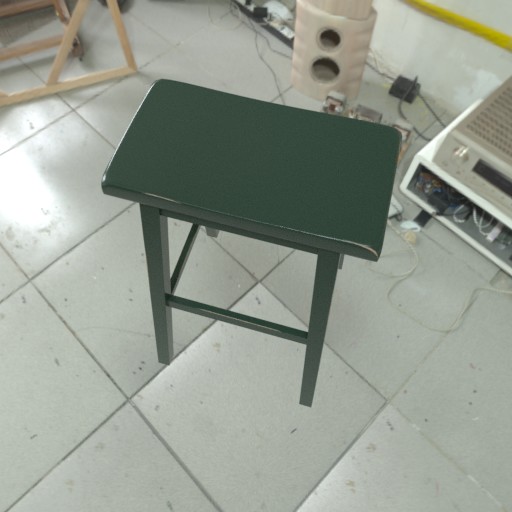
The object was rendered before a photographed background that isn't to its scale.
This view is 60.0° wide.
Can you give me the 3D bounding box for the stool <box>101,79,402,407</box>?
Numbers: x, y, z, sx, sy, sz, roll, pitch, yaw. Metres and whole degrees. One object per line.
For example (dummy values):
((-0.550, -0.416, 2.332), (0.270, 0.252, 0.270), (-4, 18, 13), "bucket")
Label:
((0.000, 0.000, 1.042), (0.457, 0.737, 0.476), (14, 64, 7), "stool")
